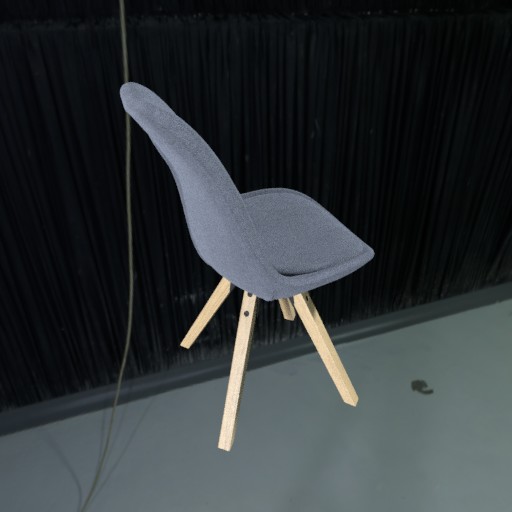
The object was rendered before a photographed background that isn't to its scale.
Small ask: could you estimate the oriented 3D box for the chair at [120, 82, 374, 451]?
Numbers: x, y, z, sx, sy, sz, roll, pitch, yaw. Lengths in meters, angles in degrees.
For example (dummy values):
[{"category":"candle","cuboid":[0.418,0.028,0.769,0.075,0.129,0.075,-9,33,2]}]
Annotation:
[{"category":"chair","cuboid":[0.000,0.000,1.160,0.550,0.850,0.485,-12,33,-19]}]
